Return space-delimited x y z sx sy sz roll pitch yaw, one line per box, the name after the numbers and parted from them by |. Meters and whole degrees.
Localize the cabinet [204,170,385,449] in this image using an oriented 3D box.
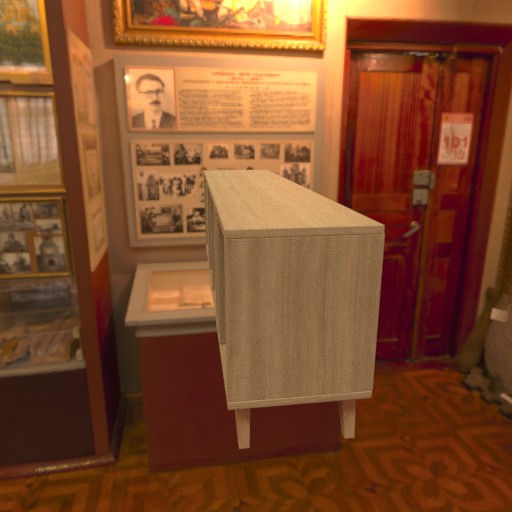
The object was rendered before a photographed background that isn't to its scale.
0.000 0.000 2.486 0.499 0.779 2.198 -2 16 -8 | cabinet
